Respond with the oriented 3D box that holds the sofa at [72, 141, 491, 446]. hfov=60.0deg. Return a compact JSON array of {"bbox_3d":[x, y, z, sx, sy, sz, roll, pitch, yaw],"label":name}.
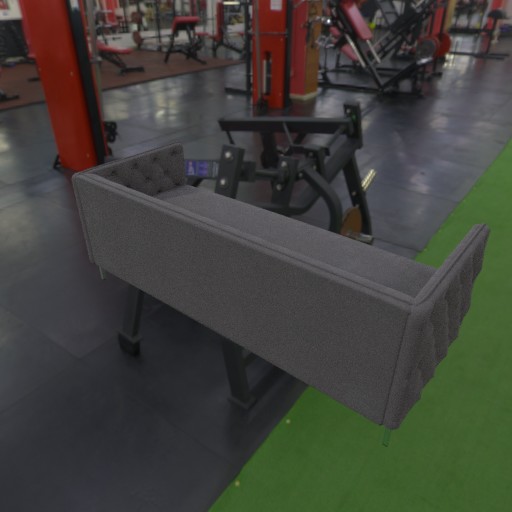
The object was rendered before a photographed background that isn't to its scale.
[{"bbox_3d":[0.000,0.000,2.566,2.209,0.771,0.895,22,38,32],"label":"sofa"}]
